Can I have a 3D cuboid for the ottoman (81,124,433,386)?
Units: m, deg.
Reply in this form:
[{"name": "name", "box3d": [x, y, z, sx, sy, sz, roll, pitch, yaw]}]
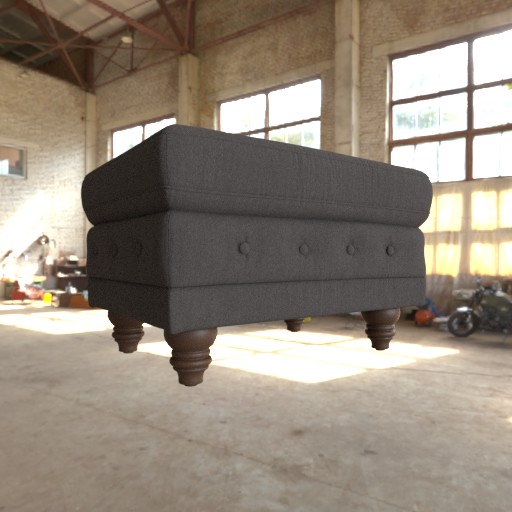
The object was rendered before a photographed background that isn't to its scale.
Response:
[{"name": "ottoman", "box3d": [0.000, 0.000, 1.165, 0.771, 0.500, 0.569, 0, 0, -35]}]
